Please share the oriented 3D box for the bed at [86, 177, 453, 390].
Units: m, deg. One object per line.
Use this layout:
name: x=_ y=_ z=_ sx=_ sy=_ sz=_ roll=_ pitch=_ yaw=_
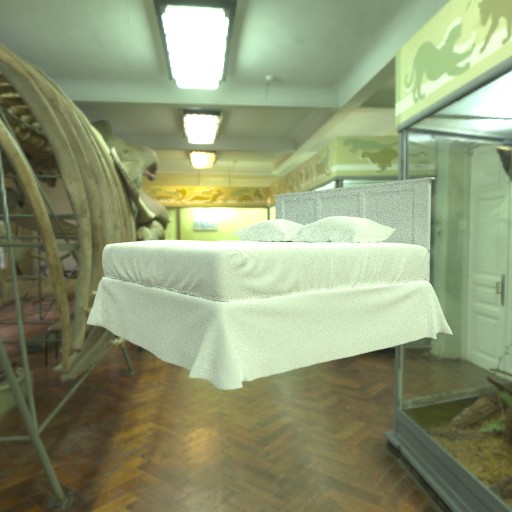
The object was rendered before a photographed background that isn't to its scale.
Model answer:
bed: x=0.000 y=0.000 z=3.721 sx=2.215 sy=1.273 sz=2.317 roll=-2 pitch=3 yaw=-37
